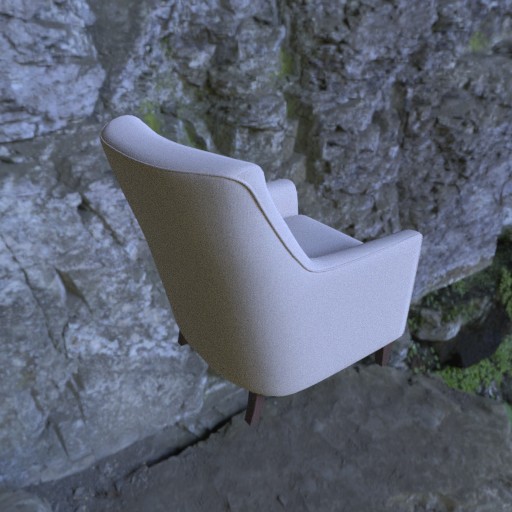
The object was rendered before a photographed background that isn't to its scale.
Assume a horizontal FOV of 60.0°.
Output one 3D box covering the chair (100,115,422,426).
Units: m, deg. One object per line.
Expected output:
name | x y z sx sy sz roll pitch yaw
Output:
chair | 0.000 0.000 1.559 0.879 0.916 0.756 -18 32 -31
